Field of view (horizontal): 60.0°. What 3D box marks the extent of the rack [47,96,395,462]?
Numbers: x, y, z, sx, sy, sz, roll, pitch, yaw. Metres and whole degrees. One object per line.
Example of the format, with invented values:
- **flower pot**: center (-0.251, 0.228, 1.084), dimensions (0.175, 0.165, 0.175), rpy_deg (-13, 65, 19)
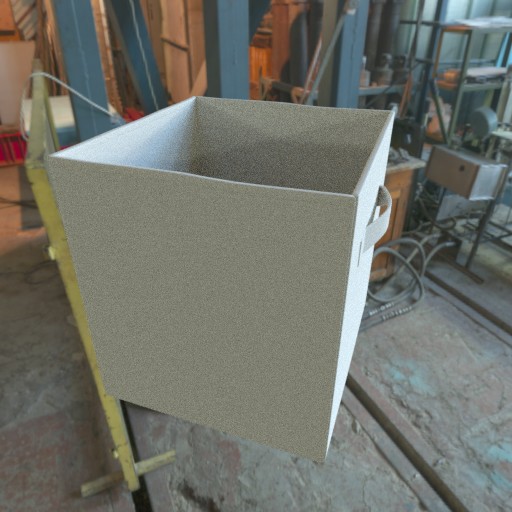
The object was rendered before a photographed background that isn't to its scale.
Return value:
- **rack**: center (0.000, 0.000, 0.497), dimensions (0.270, 0.280, 0.270), rpy_deg (11, 32, 17)
